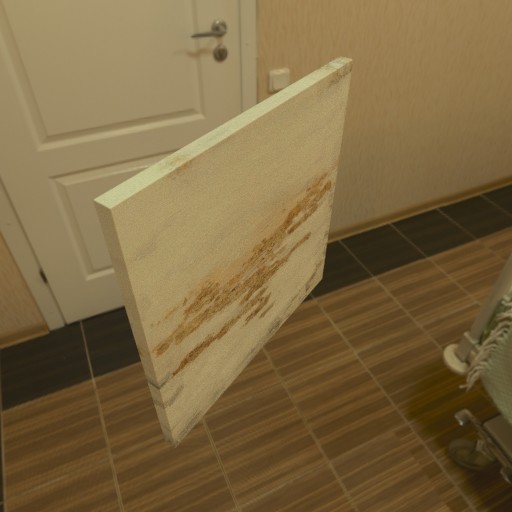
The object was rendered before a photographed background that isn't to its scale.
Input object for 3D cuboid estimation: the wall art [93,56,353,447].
[{"bbox_3d":[0.000,0.000,1.111,0.038,0.755,0.753,26,48,26],"label":"wall art"}]
